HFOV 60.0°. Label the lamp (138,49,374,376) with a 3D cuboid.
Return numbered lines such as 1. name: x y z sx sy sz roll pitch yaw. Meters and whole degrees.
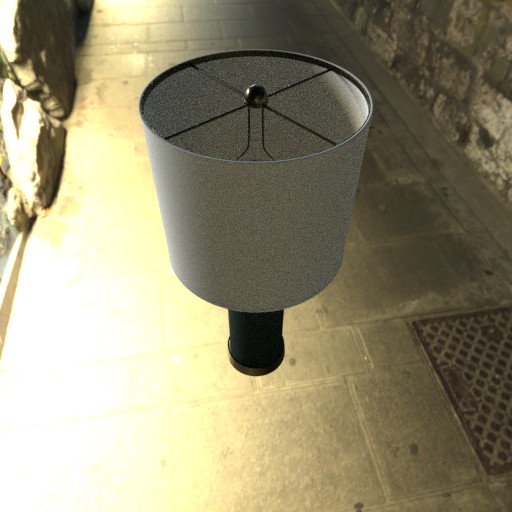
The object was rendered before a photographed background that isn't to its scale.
1. lamp: 0.000 0.000 0.793 0.301 0.630 0.301 3 47 3
